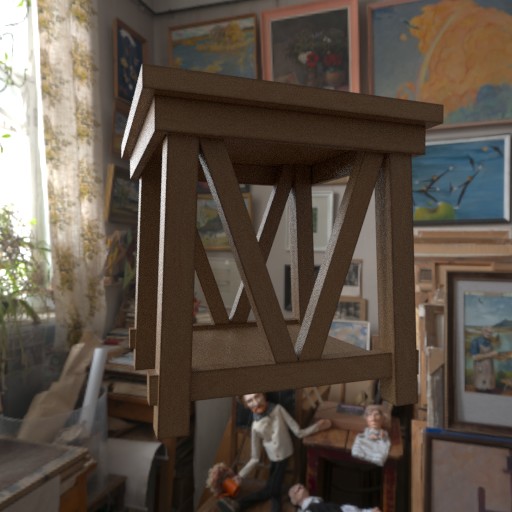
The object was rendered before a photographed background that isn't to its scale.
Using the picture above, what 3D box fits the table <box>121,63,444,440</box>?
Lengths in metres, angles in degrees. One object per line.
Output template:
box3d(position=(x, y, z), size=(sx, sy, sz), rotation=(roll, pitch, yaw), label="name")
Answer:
box3d(position=(0.000, 0.000, 1.113), size=(0.612, 0.638, 0.610), rotation=(0, 1, -20), label="table")
